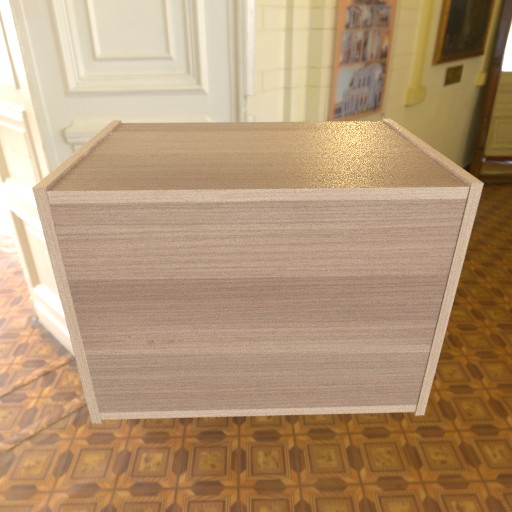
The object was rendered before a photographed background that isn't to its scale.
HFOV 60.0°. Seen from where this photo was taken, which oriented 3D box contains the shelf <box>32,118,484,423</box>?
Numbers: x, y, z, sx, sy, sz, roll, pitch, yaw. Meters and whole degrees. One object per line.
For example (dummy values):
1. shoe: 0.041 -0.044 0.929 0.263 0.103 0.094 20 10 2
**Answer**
1. shelf: 0.000 0.000 0.606 0.415 0.305 0.290 -1 29 -2
